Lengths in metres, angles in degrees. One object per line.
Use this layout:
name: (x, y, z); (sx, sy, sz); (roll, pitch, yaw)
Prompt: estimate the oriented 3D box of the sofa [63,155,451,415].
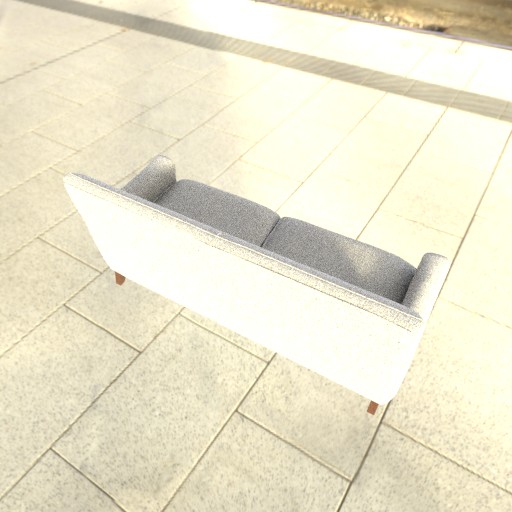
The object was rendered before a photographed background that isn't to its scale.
sofa: (0.000, 0.000, 2.644); (2.026, 0.942, 0.854); (23, 50, 21)
